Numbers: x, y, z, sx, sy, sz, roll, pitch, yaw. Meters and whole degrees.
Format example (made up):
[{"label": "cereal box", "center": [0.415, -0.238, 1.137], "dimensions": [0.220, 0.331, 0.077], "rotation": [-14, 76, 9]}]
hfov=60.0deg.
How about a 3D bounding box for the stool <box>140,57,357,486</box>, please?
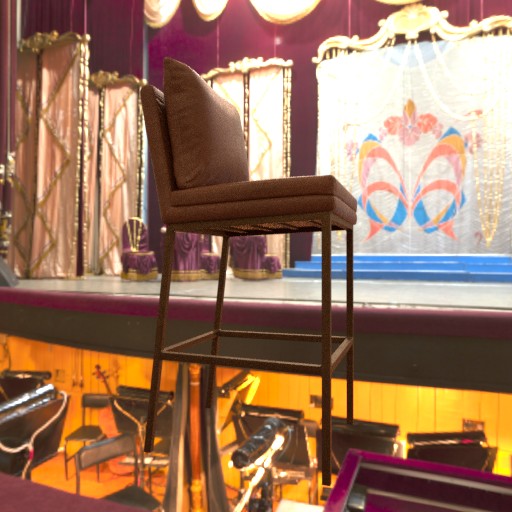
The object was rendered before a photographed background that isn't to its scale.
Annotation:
[{"label": "stool", "center": [0.000, 0.000, 1.381], "dimensions": [0.571, 1.124, 0.463], "rotation": [0, 0, 20]}]
